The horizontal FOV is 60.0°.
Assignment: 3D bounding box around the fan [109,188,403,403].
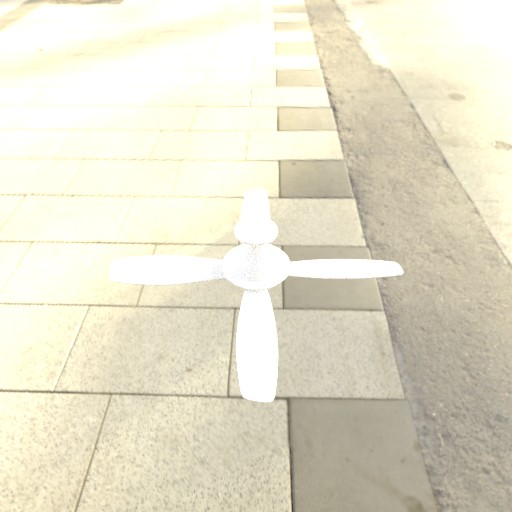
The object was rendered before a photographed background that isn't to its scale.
[{"bbox_3d":[0.000,0.000,2.511,1.693,0.382,1.694,0,41,0],"label":"fan"}]
